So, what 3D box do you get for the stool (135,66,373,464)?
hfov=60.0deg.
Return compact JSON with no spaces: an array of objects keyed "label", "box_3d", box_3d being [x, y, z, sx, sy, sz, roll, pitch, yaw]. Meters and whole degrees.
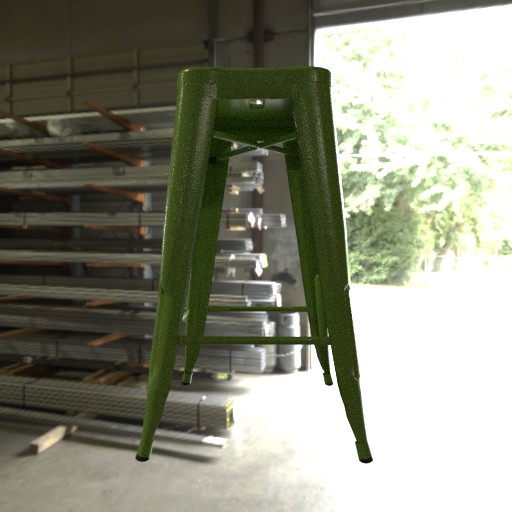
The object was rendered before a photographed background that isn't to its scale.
[{"label":"stool","box_3d":[0.000,0.000,0.847,0.358,0.609,0.398,0,1,1]}]
